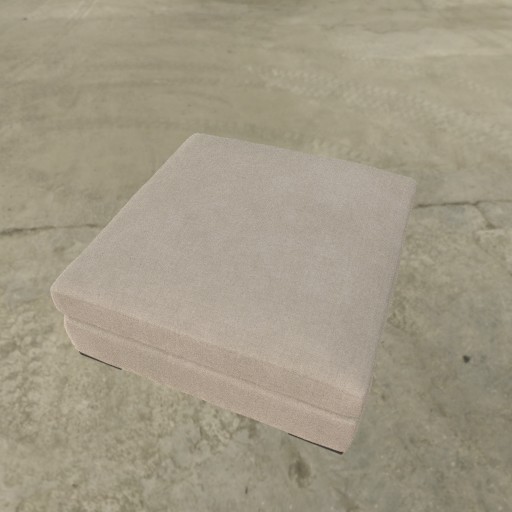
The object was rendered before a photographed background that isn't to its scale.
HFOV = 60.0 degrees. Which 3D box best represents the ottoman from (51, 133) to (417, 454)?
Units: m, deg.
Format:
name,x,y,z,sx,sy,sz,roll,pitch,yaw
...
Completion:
name,x,y,z,sx,sy,sz,roll,pitch,yaw
ottoman,0.000,0.000,1.897,1.171,0.517,1.203,16,48,15
